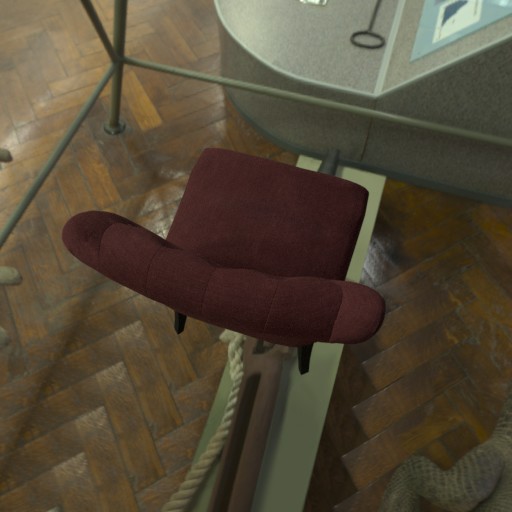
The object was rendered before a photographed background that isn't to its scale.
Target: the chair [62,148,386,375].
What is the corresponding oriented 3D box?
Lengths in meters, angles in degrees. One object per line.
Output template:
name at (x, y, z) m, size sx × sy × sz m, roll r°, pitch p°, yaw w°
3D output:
chair at (0.000, 0.000, 1.174) m, size 0.582 × 0.750 × 0.605 m, roll 16°, pitch 63°, yaw 8°
